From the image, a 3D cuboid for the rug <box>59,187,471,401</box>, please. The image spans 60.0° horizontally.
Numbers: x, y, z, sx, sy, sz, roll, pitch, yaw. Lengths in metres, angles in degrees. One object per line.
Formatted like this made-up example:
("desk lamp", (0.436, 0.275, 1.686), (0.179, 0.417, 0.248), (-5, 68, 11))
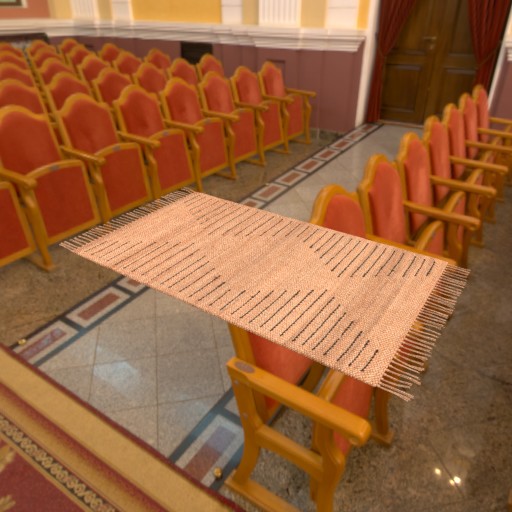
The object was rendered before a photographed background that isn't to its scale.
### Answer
("rug", (0.000, 0.000, 2.041), (1.718, 0.017, 0.905), (19, 35, 29))
